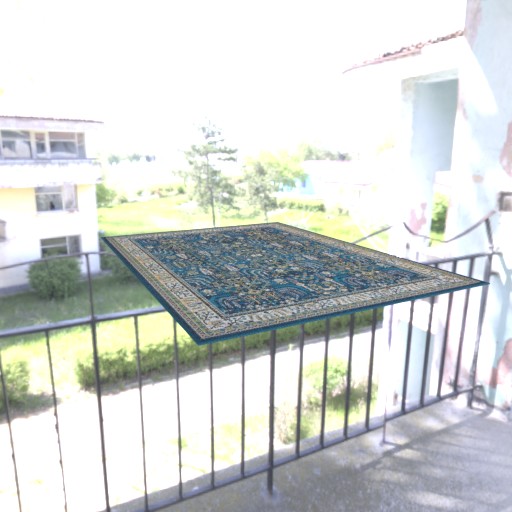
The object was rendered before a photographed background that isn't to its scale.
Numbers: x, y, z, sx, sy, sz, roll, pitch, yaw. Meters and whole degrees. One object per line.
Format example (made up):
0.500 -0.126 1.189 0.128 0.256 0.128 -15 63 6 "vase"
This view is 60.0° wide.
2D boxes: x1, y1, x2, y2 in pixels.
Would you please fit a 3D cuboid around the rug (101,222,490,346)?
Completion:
0.000 0.000 4.006 2.226 0.015 3.044 -7 15 -27 "rug"
